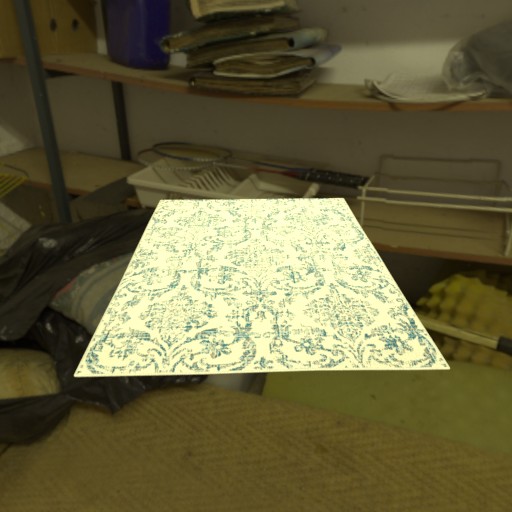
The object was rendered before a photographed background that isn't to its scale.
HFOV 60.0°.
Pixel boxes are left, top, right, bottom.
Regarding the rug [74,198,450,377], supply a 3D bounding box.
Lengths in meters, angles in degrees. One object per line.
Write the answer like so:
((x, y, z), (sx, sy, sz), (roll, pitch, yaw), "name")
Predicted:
((0.000, 0.000, 2.843), (1.586, 0.014, 2.197), (-1, 26, -2), "rug")
